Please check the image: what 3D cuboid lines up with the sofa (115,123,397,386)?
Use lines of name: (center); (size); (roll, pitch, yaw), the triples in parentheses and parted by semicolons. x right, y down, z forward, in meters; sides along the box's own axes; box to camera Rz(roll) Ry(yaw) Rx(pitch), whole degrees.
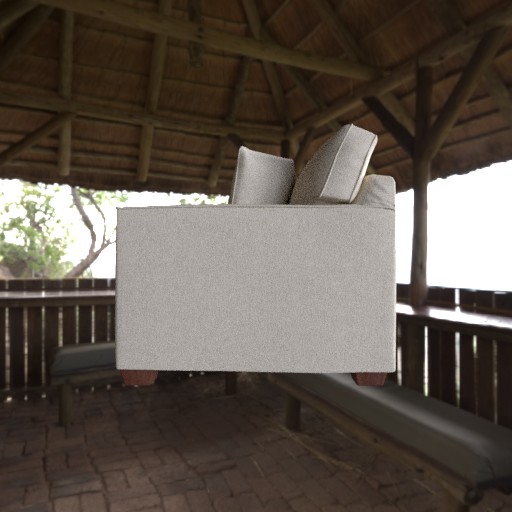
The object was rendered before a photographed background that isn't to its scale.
sofa: (0.000, 0.000, 2.532); (1.034, 0.946, 1.963); (0, 0, 1)
